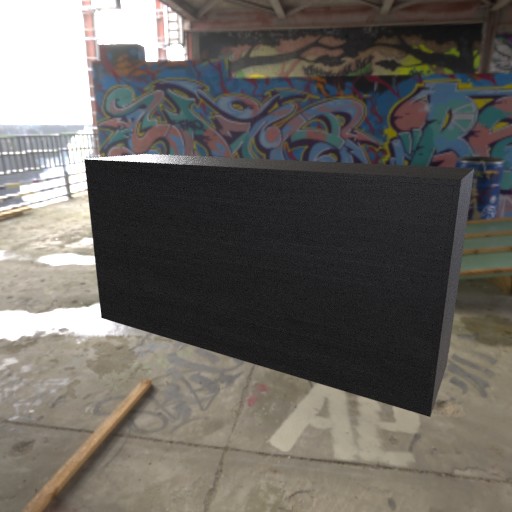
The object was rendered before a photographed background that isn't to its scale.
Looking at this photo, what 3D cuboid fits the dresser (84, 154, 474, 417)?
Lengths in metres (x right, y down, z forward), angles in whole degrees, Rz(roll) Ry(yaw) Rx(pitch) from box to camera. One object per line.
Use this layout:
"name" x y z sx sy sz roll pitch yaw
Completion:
"dresser" 0.000 0.000 1.929 1.590 0.795 0.400 9 19 29
